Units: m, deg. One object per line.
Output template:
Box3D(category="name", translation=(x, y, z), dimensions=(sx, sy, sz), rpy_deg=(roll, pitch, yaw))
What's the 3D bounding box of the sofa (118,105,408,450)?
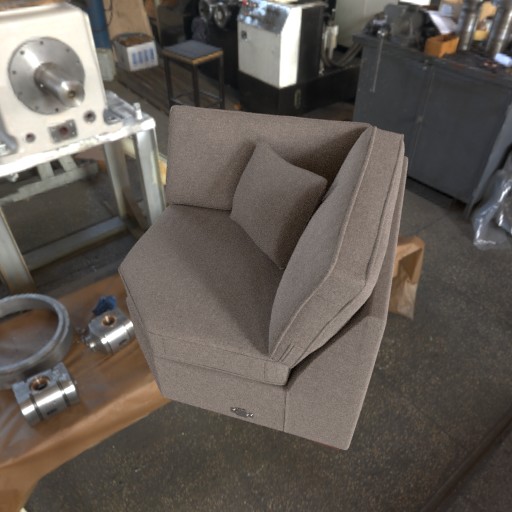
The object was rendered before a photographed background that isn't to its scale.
Box3D(category="sofa", translation=(0.000, 0.000, 1.847), dimensions=(1.050, 0.951, 1.042), rpy_deg=(12, 42, 14))
